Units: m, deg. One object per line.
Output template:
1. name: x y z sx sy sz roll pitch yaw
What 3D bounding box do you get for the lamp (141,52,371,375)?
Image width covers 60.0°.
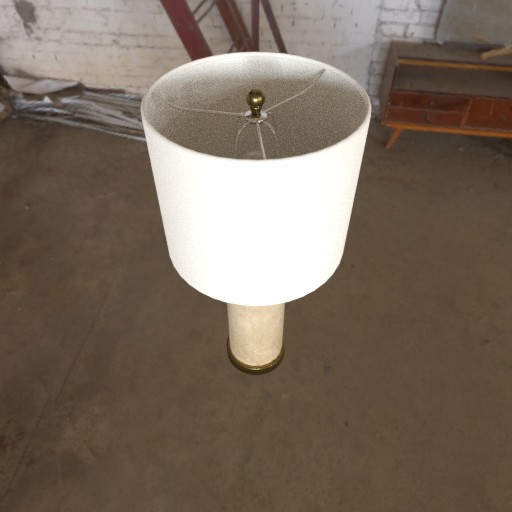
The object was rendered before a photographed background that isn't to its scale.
1. lamp: 0.000 0.000 0.814 0.305 0.634 0.305 35 55 29
